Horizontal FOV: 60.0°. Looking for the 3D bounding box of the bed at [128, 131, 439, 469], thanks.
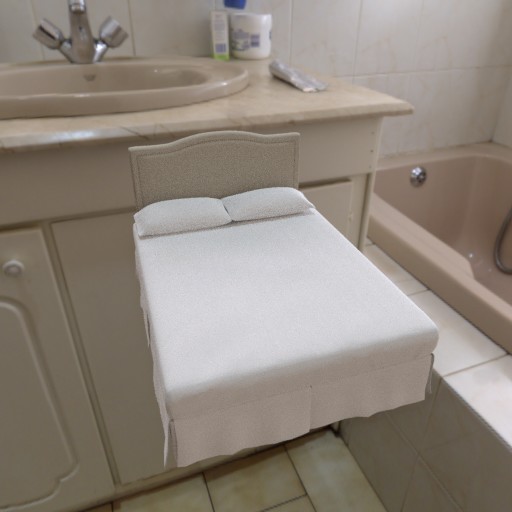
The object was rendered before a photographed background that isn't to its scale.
[{"bbox_3d":[0.000,0.000,3.651,1.977,1.437,2.477,-9,32,-15],"label":"bed"}]
